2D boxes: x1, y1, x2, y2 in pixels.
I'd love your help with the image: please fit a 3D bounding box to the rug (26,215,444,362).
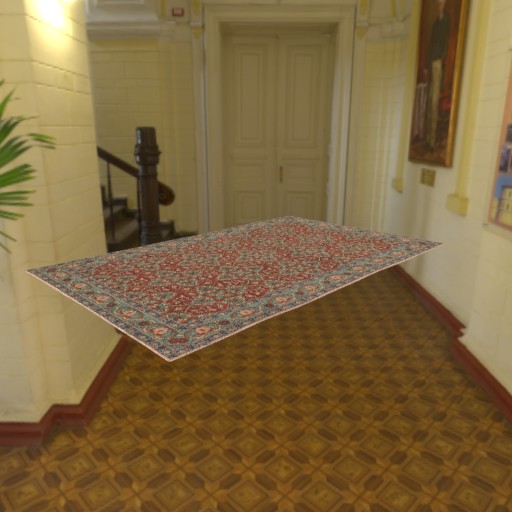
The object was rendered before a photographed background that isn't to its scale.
[{"bbox_3d":[0.000,0.000,2.999,2.439,0.011,1.533,-16,22,-43],"label":"rug"}]
